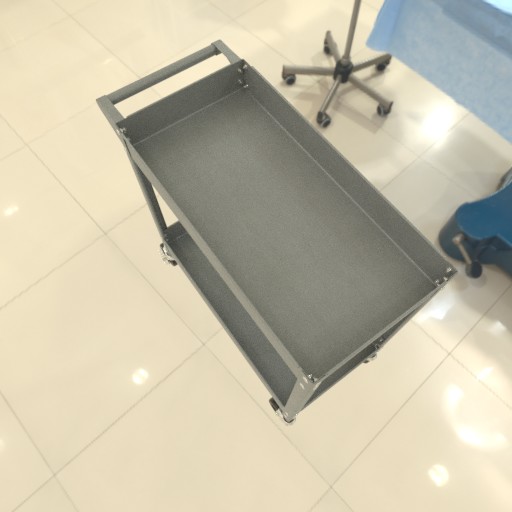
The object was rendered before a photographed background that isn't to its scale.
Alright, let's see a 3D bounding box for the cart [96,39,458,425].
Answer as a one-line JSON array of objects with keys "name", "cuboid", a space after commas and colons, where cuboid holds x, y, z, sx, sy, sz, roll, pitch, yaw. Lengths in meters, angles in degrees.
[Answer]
[{"name": "cart", "cuboid": [0.000, 0.000, 1.200, 0.366, 0.719, 0.779, -33, 69, -15]}]
